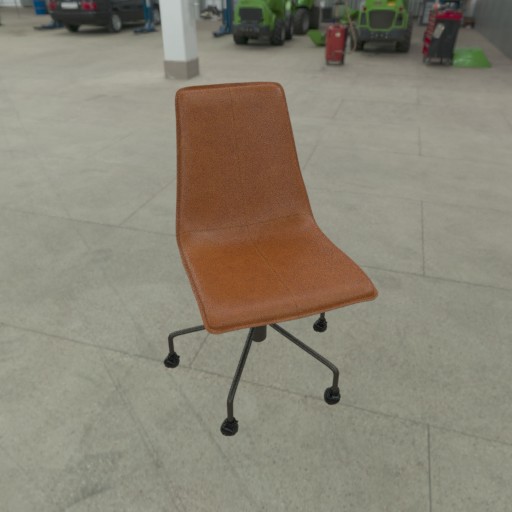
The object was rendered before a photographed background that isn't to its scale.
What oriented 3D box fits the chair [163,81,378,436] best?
[{"bbox_3d":[0.000,0.000,1.388,0.651,0.920,0.660,-10,34,-16],"label":"chair"}]
